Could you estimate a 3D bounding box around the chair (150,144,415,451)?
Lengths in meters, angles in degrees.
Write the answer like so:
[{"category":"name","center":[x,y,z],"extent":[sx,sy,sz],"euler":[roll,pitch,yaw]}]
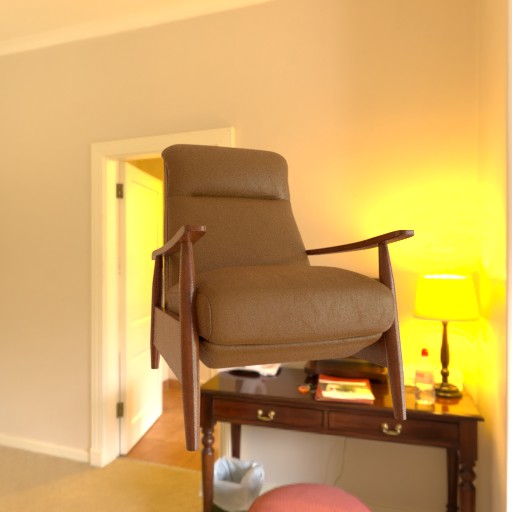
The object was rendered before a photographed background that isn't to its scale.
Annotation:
[{"category":"chair","center":[0.000,0.000,1.801],"extent":[0.762,1.082,1.014],"euler":[0,0,-19]}]
